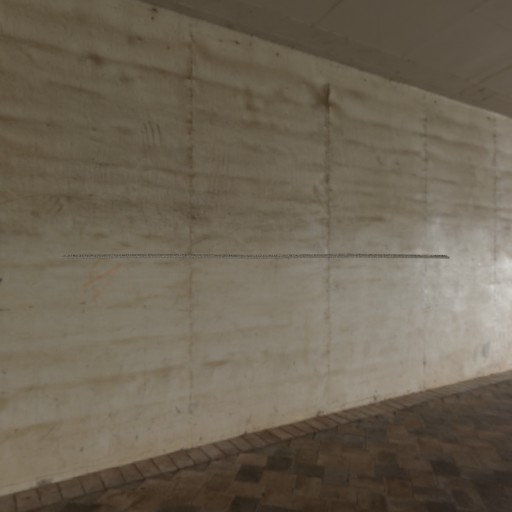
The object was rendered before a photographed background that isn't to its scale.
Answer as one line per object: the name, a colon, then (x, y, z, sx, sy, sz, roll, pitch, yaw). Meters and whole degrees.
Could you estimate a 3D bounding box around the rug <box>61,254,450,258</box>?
rug: (0.000, 0.000, 3.769, 2.043, 0.026, 2.901, 0, 0, 0)
